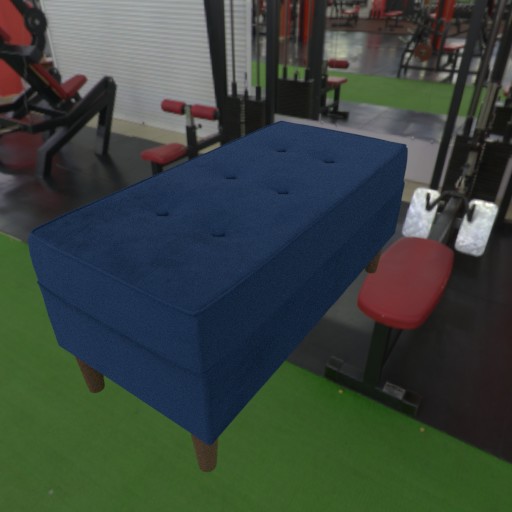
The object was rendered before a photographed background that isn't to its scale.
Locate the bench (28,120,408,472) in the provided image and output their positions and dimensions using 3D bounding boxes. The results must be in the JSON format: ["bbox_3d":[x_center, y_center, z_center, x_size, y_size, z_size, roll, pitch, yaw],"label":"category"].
[{"bbox_3d":[0.000,0.000,1.253,0.489,0.467,1.010,21,38,29],"label":"bench"}]
